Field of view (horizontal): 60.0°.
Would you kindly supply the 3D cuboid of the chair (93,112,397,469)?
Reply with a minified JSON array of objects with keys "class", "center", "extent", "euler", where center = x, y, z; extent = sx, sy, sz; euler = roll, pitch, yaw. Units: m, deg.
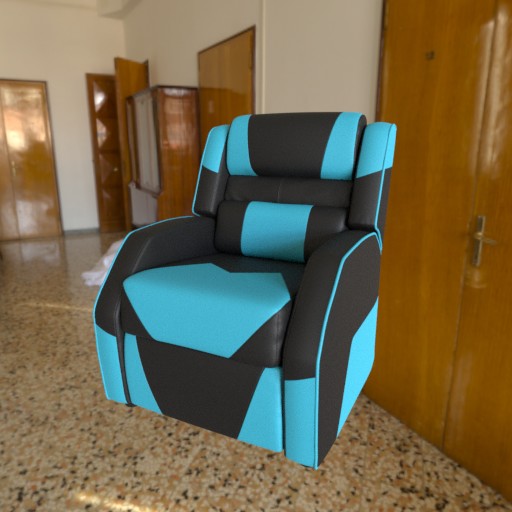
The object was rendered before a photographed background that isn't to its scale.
[{"class":"chair","center":[0.000,0.000,1.256],"extent":[0.620,0.805,0.672],"euler":[7,16,26]}]
